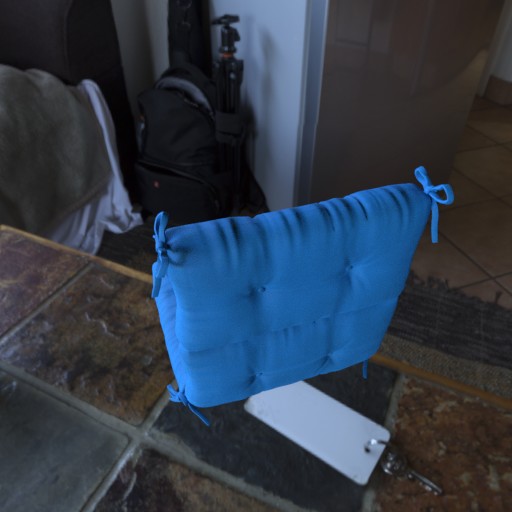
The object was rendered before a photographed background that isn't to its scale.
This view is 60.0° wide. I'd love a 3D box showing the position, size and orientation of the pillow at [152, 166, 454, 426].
[{"bbox_3d":[0.000,0.000,1.027,0.519,0.605,0.571,-13,42,-14],"label":"pillow"}]
